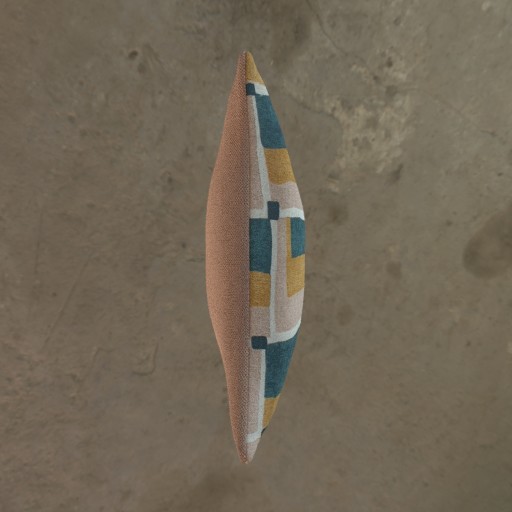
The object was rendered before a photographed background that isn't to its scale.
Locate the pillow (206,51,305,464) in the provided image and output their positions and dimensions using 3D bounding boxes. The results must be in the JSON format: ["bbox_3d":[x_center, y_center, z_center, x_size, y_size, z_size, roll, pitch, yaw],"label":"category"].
[{"bbox_3d":[0.000,0.000,0.743,0.158,0.479,0.478,0,91,0],"label":"pillow"}]
